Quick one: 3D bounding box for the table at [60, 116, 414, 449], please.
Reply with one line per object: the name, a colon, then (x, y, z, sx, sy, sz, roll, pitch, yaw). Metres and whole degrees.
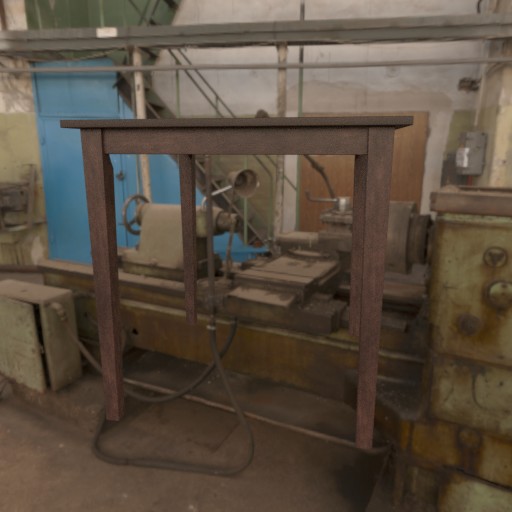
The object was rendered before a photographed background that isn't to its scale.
table: (0.000, 0.000, 1.366, 0.749, 0.770, 0.749, 2, 14, 10)
